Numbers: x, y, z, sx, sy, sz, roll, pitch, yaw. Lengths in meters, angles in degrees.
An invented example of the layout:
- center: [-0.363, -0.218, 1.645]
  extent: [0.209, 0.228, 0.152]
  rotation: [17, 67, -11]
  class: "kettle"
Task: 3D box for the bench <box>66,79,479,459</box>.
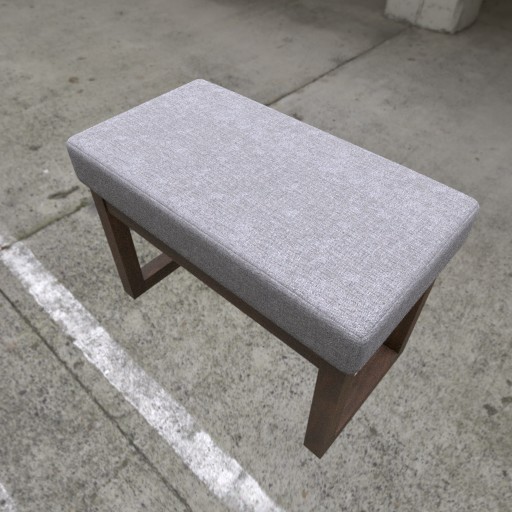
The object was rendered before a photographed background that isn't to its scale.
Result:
- center: [0.000, 0.000, 0.947]
  extent: [0.681, 0.467, 0.366]
  rotation: [33, 55, 27]
  class: "bench"
